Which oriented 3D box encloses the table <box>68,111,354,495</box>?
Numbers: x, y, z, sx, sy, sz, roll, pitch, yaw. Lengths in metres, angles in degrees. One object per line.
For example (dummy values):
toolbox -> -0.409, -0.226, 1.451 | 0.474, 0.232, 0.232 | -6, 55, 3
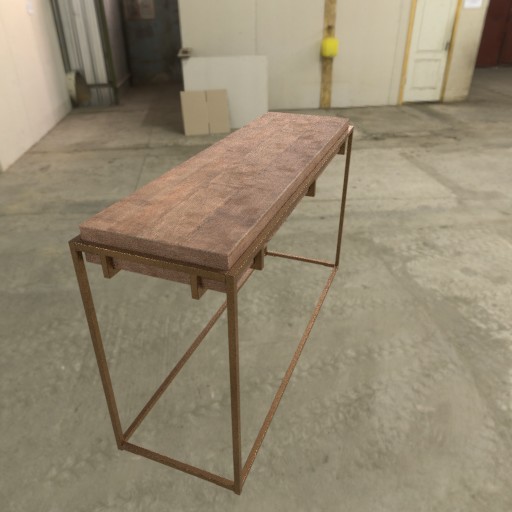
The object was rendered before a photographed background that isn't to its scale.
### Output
table -> 0.000, 0.000, 1.762 | 0.440, 0.820, 1.400 | 11, 32, 18
